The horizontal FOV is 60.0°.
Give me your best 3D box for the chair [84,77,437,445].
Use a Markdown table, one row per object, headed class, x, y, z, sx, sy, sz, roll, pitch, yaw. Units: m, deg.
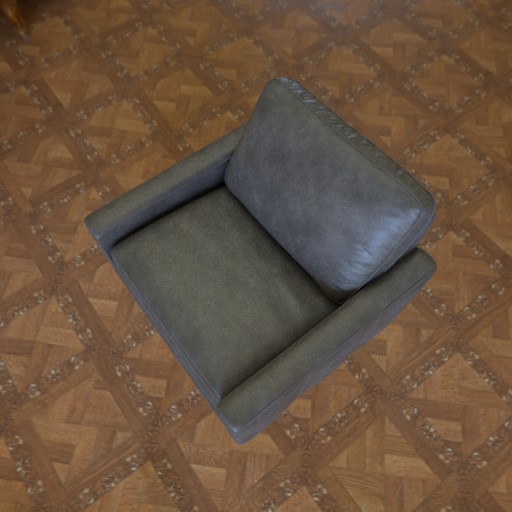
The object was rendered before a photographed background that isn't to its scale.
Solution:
| class | x | y | z | sx | sy | sz | roll | pitch | yaw |
| --- | --- | --- | --- | --- | --- | --- | --- | --- | --- |
| chair | 0.000 | 0.000 | 1.750 | 0.939 | 0.916 | 1.006 | -35 | 68 | -16 |
